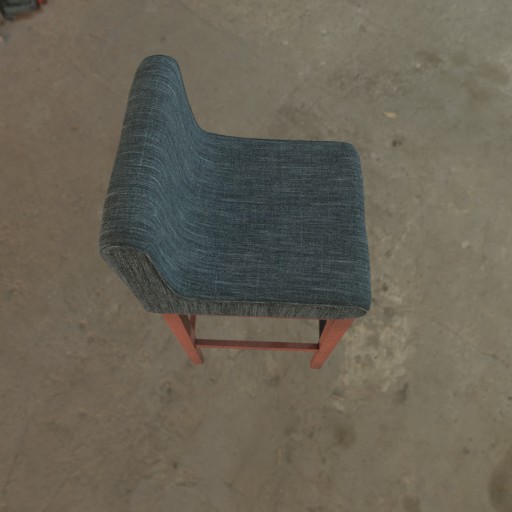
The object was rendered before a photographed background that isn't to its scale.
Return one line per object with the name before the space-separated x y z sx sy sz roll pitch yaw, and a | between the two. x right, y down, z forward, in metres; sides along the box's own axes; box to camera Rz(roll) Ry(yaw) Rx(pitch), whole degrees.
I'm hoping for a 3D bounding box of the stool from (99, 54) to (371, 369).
stool | 0.000 0.000 1.074 0.459 0.835 0.395 2 64 1
